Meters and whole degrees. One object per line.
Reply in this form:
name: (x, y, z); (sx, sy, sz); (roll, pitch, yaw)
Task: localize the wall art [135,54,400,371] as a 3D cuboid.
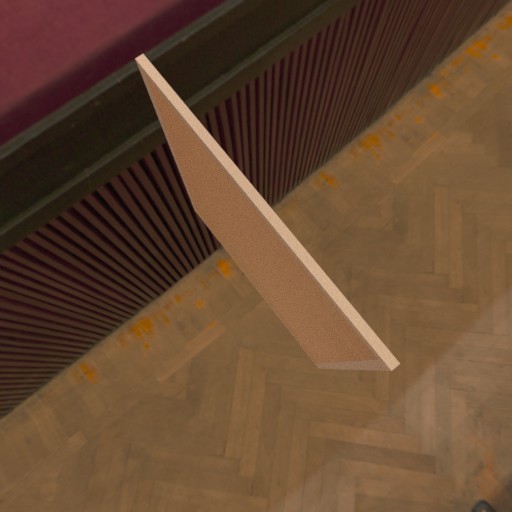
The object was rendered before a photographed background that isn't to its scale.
wall art: (0.000, 0.000, 0.783); (0.012, 0.557, 0.482); (-37, 79, -9)
